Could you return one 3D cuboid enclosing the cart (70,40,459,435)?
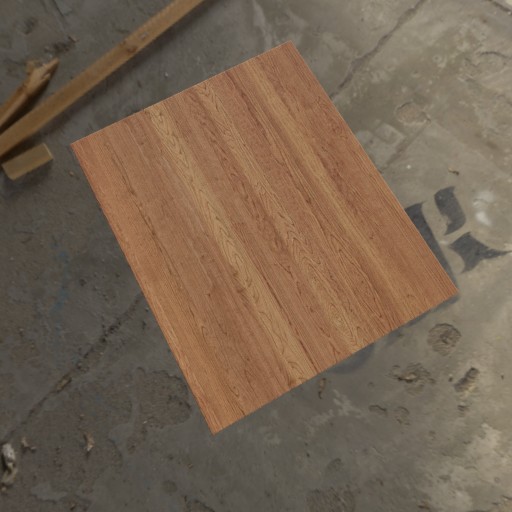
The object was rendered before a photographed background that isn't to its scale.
[{"bbox_3d":[0.000,0.000,1.097,0.558,0.603,0.666,-28,77,-7],"label":"cart"}]
